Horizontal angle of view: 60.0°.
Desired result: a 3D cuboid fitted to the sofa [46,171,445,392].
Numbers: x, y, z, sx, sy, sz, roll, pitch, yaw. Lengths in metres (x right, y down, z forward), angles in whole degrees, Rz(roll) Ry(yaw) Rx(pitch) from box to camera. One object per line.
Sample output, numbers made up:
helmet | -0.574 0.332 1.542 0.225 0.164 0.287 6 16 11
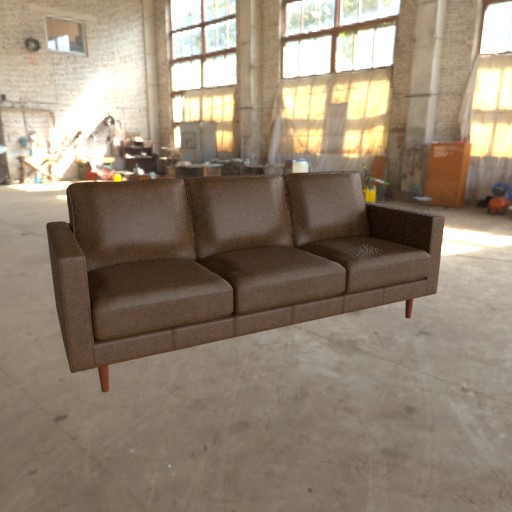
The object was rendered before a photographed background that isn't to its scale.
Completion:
sofa | 0.000 0.000 2.685 2.231 0.930 0.903 -7 17 -26
